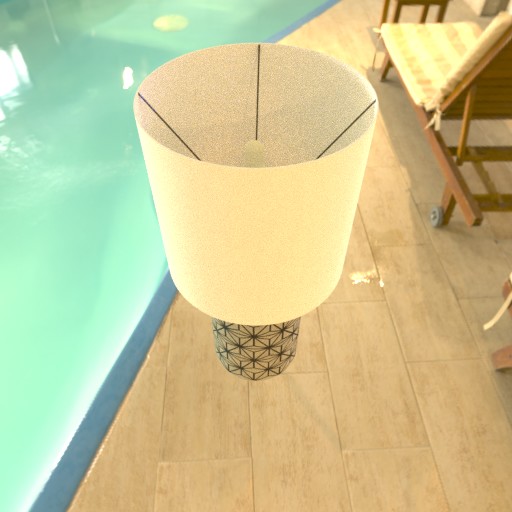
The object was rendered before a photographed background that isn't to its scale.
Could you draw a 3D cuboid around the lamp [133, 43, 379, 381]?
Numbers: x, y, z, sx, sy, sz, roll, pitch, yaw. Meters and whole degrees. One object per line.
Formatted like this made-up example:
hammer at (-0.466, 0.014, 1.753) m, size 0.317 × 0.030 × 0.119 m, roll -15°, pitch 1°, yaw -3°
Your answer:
lamp at (0.000, 0.000, 0.534) m, size 0.206 × 0.416 × 0.206 m, roll 2°, pitch 48°, yaw 2°
